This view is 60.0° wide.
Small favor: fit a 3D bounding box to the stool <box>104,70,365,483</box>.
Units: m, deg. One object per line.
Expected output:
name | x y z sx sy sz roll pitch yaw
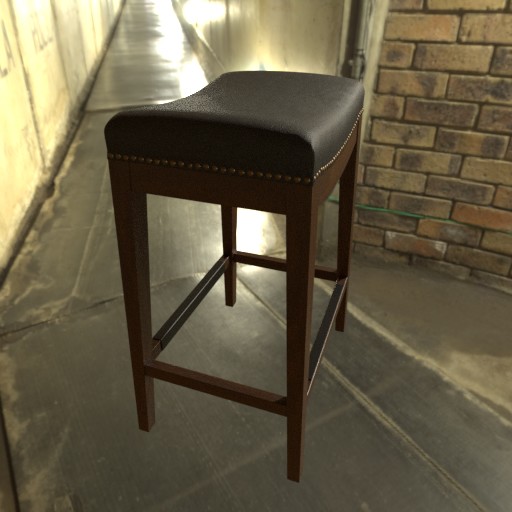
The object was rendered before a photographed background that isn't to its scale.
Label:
stool | 0.000 0.000 0.923 0.353 0.664 0.490 11 32 17
